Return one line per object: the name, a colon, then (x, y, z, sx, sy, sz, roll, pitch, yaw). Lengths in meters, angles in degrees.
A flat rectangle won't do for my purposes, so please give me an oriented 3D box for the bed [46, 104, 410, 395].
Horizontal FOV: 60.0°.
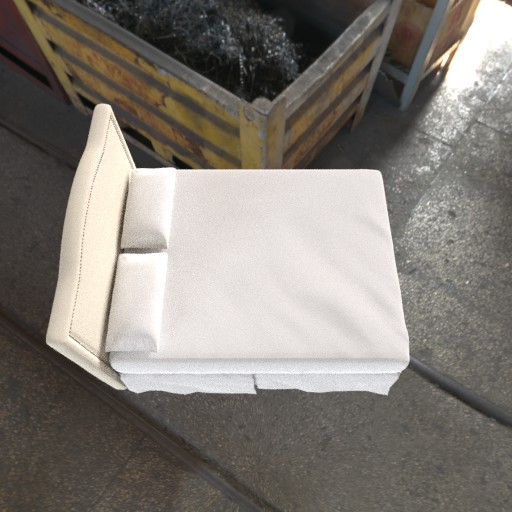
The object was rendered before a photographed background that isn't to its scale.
bed: (0.000, 0.000, 3.219, 2.196, 1.449, 1.741, 0, 64, 0)
